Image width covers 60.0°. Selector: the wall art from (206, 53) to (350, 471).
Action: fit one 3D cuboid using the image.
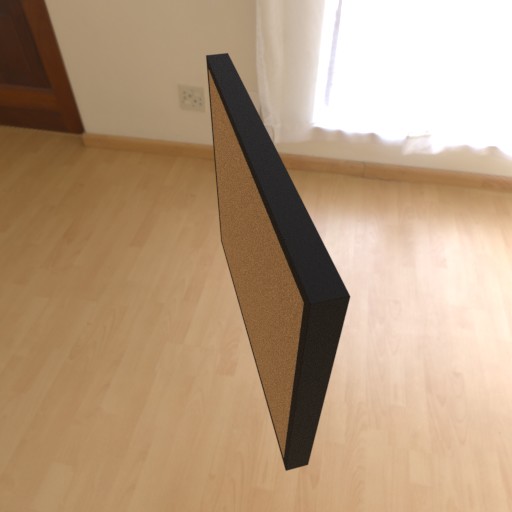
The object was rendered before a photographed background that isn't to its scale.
[{"bbox_3d":[0.000,0.000,0.539,0.028,0.325,0.397,-10,48,-10],"label":"wall art"}]
